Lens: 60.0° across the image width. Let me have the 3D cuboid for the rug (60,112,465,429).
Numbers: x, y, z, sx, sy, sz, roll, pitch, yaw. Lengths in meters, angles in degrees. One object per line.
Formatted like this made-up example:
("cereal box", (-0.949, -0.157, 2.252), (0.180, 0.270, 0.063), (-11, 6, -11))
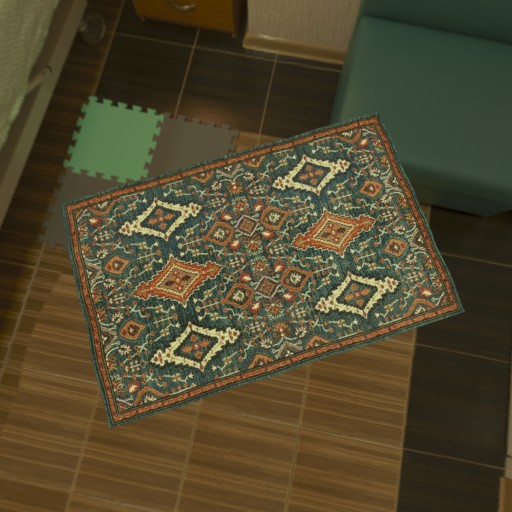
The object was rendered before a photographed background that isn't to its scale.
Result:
("rug", (0.000, 0.000, 4.196), (3.371, 0.008, 2.190), (-17, 76, -4))
